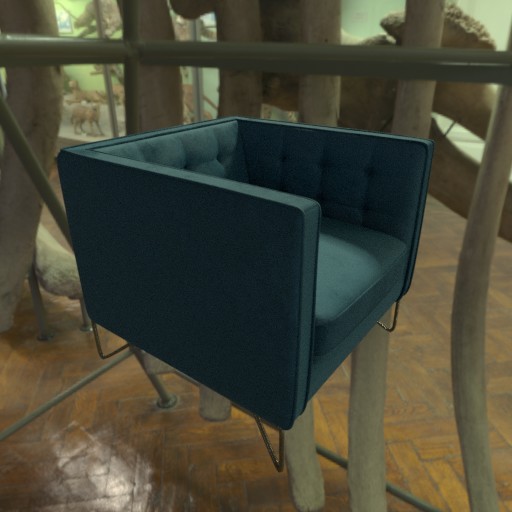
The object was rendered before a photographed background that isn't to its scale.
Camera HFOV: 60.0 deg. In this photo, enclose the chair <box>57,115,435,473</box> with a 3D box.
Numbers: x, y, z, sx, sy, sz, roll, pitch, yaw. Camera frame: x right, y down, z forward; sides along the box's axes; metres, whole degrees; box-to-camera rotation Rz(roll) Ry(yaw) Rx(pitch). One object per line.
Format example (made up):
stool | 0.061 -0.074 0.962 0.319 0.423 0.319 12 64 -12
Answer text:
chair | 0.000 0.000 1.561 0.894 0.790 0.880 18 31 32
